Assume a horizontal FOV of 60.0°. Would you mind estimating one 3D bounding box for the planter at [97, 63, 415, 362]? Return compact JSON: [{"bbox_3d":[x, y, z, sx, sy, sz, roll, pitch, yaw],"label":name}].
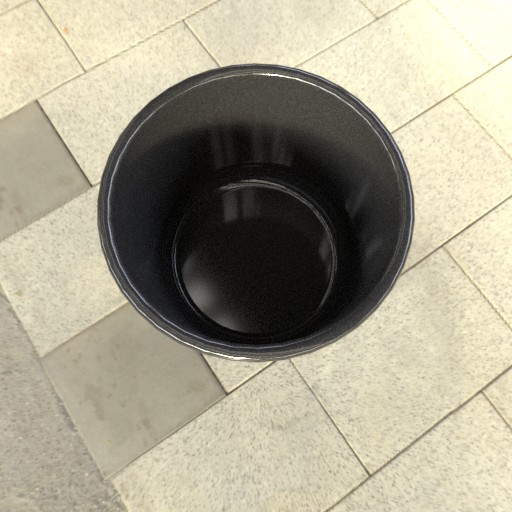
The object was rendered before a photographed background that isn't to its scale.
[{"bbox_3d":[0.000,0.000,0.517,0.251,0.355,0.251,-36,78,-9],"label":"planter"}]
